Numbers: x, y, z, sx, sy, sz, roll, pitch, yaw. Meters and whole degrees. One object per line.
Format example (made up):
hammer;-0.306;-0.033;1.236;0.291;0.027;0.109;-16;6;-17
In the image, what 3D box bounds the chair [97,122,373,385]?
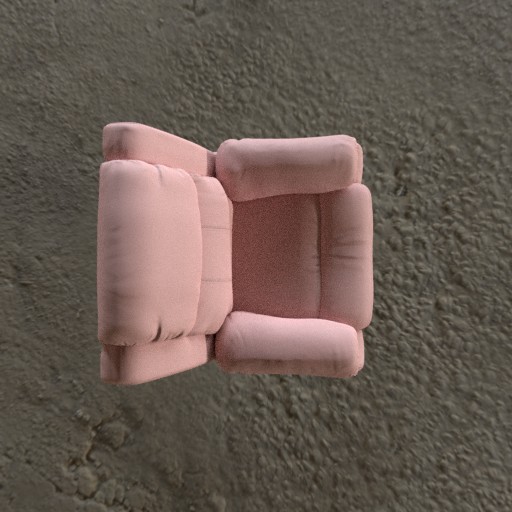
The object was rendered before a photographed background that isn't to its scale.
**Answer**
chair;0.000;0.000;1.265;0.709;0.702;0.680;0;88;0
